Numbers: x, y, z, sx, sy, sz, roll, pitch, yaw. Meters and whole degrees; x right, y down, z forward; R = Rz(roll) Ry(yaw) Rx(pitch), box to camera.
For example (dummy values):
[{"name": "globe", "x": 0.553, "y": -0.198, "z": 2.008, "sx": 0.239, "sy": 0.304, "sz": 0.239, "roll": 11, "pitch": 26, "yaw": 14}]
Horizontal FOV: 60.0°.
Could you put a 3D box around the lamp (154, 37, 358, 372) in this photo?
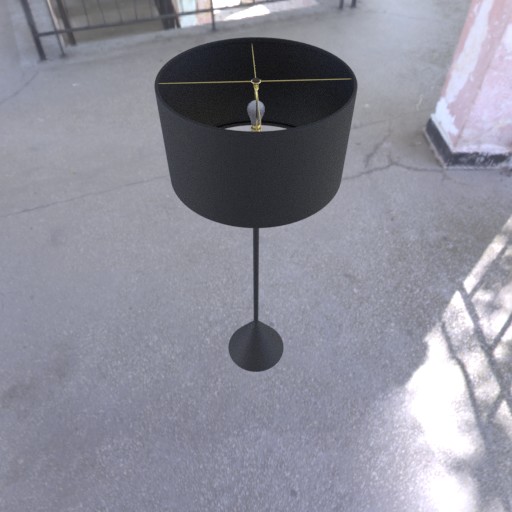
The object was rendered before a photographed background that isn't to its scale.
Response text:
[{"name": "lamp", "x": 0.000, "y": 0.000, "z": 1.840, "sx": 0.580, "sy": 1.526, "sz": 0.580, "roll": -2, "pitch": 48, "yaw": -2}]
